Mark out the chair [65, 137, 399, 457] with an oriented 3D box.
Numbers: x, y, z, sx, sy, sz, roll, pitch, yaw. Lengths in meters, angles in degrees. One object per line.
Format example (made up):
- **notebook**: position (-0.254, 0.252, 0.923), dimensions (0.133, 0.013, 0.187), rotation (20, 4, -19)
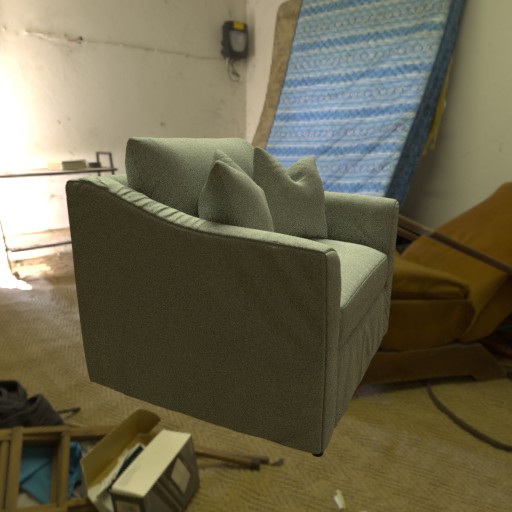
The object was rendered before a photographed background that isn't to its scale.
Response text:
- **chair**: position (0.000, 0.000, 2.040), dimensions (1.071, 1.059, 1.194), rotation (8, 17, 26)
